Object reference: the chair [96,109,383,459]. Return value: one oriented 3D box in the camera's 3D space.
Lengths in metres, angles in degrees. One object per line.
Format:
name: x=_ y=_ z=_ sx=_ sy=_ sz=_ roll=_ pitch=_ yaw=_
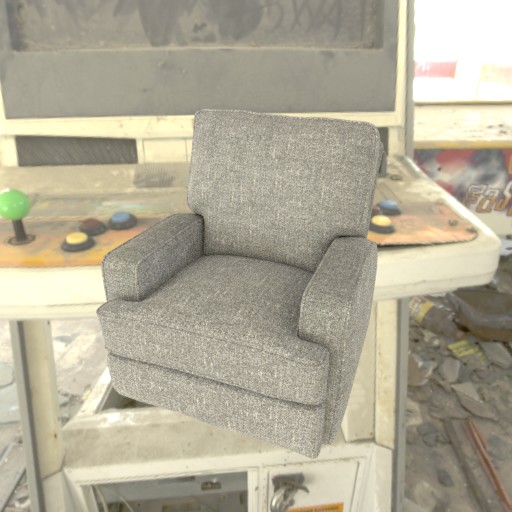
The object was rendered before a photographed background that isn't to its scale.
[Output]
chair: x=0.000 y=0.000 z=1.669 sx=0.861 sy=0.962 sz=0.964 roll=10 pitch=28 yaw=19
